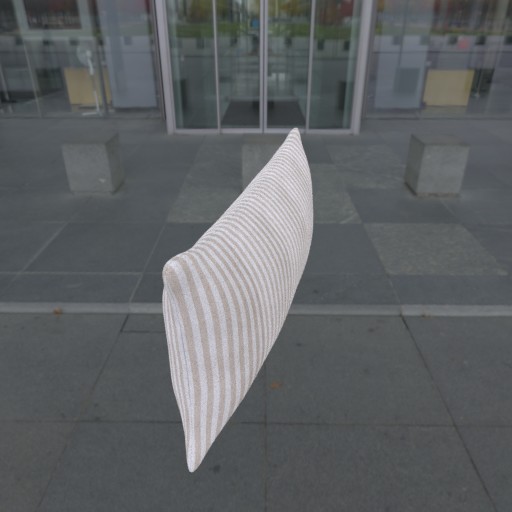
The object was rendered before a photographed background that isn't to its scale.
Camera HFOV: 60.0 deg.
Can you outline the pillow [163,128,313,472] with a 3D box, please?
[{"bbox_3d":[0.000,0.000,0.734,0.151,0.295,0.617,8,29,14],"label":"pillow"}]
